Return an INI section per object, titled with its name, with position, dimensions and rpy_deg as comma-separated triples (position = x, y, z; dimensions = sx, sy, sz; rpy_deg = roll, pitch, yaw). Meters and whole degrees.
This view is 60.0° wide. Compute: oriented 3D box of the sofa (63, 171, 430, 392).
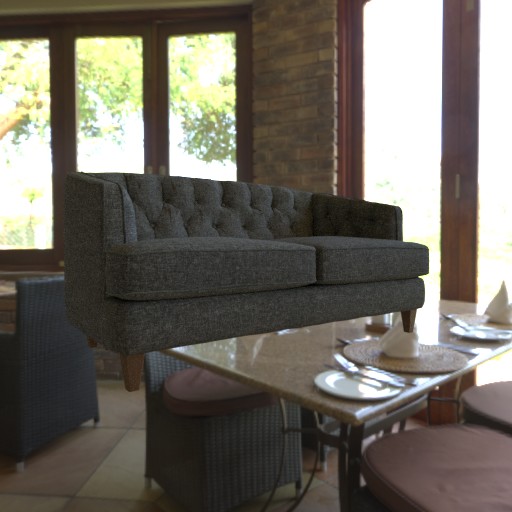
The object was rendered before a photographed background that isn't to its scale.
[sofa]
position = 0.000, 0.000, 2.242
dimensions = 1.733, 0.855, 0.941
rpy_deg = -1, 2, -37
